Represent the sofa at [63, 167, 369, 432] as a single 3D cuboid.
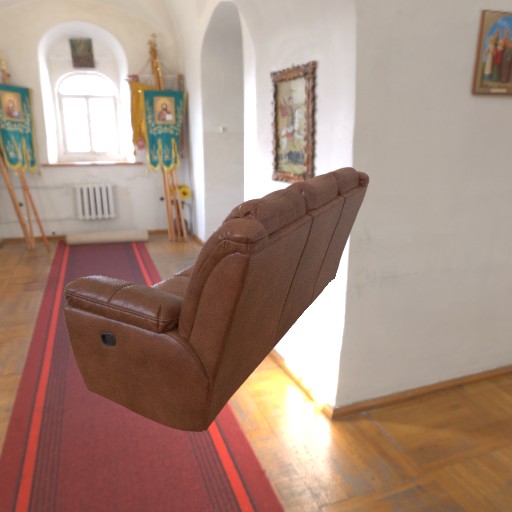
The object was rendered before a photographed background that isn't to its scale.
[{"bbox_3d":[0.000,0.000,2.859,0.991,1.043,2.337,7,18,24],"label":"sofa"}]
